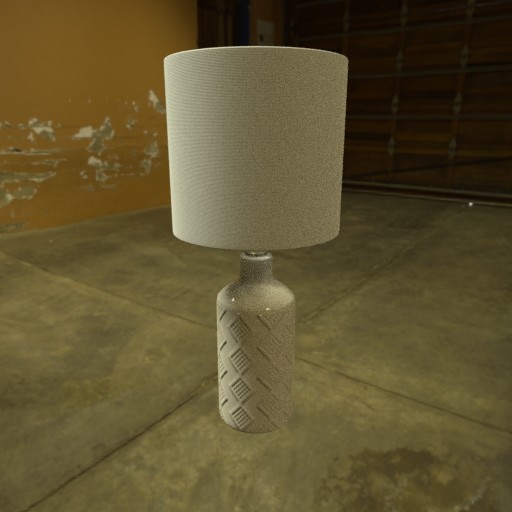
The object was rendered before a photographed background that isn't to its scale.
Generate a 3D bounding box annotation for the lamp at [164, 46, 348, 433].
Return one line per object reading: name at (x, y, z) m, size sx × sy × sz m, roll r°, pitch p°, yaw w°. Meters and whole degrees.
lamp at (0.000, 0.000, 0.570) m, size 0.207 × 0.461 × 0.207 m, roll -2°, pitch 16°, yaw -8°
